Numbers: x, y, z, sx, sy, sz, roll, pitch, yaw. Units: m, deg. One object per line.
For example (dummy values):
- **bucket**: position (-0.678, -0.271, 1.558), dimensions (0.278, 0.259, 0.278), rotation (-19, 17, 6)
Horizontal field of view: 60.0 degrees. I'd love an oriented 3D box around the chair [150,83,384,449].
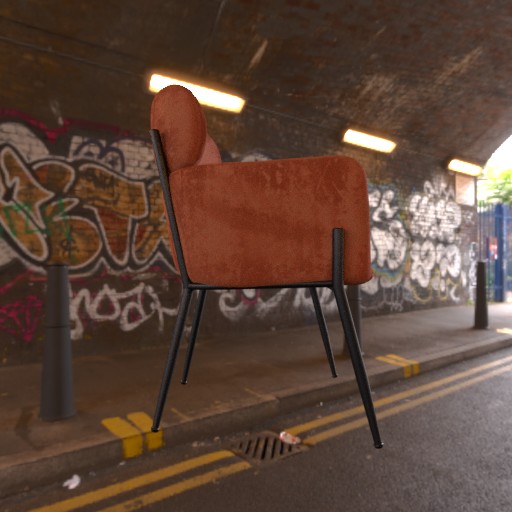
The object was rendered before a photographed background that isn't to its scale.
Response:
- **chair**: position (0.000, 0.000, 1.151), dimensions (0.523, 0.772, 0.561), rotation (0, 0, 1)
